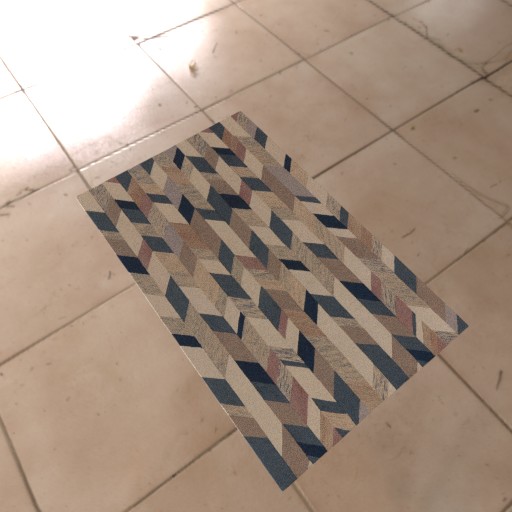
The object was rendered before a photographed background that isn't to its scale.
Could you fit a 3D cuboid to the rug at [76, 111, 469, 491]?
[{"bbox_3d":[0.000,0.000,3.013,1.513,0.008,2.423,-33,65,-18],"label":"rug"}]
